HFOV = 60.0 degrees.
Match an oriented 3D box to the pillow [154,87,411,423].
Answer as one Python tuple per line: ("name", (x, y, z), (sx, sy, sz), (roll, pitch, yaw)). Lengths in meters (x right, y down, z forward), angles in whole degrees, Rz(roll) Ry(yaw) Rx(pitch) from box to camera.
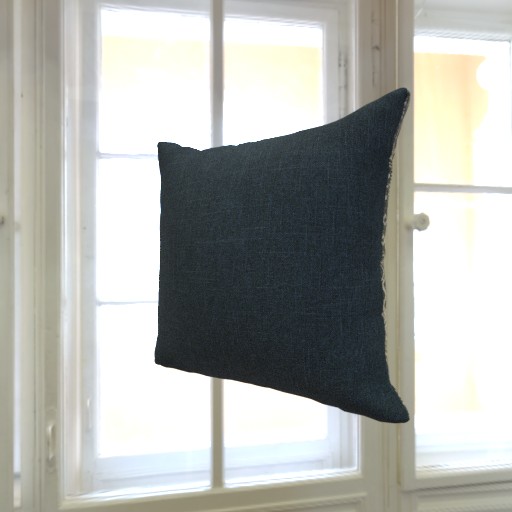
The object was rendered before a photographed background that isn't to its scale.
("pillow", (0.000, 0.000, 0.792), (0.546, 0.487, 0.180), (0, 1, 37))
